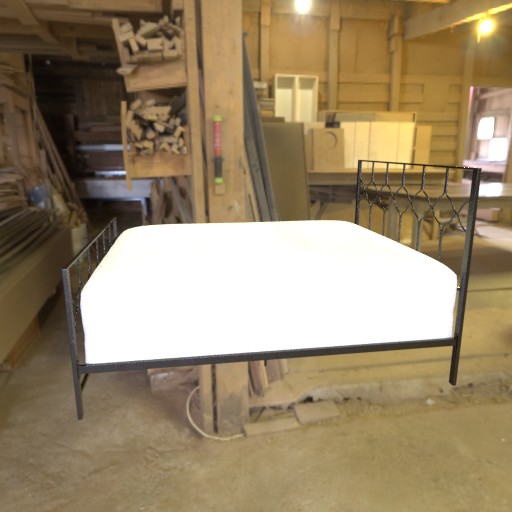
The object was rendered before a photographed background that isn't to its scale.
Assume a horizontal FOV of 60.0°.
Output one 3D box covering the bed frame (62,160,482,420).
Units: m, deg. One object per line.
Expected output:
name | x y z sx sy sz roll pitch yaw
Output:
bed frame | 0.000 0.000 2.996 2.063 1.222 1.597 -2 14 -9
